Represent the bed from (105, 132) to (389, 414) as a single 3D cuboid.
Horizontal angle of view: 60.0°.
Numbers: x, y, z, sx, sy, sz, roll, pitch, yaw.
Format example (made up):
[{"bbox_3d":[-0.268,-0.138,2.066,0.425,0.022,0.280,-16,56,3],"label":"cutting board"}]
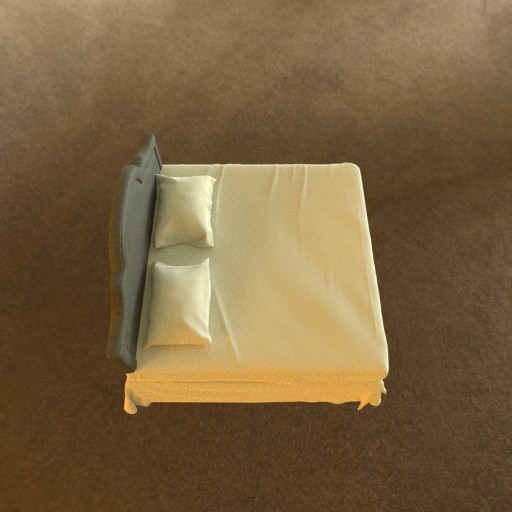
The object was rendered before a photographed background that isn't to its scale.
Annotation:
[{"bbox_3d":[0.000,0.000,3.698,2.222,1.631,2.303,0,61,0],"label":"bed"}]
